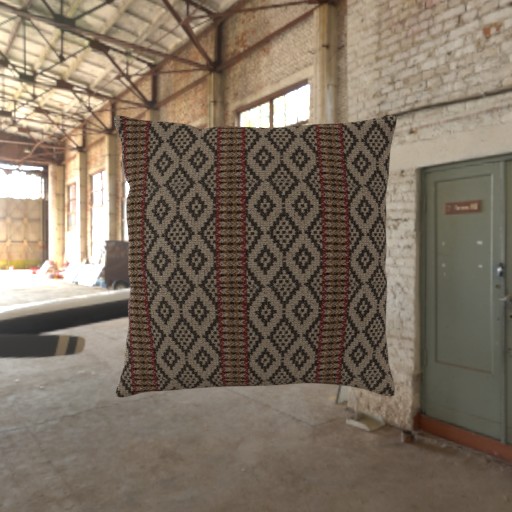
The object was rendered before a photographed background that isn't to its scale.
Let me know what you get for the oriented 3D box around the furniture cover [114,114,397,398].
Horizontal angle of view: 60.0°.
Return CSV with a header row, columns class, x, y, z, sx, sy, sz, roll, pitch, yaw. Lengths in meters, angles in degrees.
class,x,y,z,sx,sy,sz,roll,pitch,yaw
furniture cover,0.000,0.000,0.797,0.503,0.506,0.182,0,1,-1
